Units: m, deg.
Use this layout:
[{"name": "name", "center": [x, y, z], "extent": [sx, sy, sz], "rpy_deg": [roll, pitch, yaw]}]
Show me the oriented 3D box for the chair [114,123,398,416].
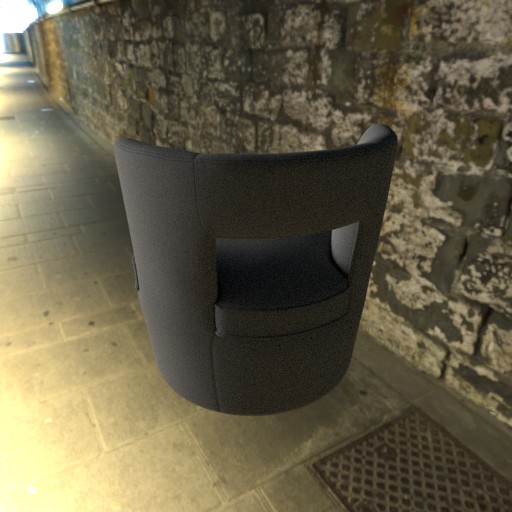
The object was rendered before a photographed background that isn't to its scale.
[{"name": "chair", "center": [0.000, 0.000, 1.262], "extent": [0.689, 0.719, 0.660], "rpy_deg": [-8, 27, -15]}]
